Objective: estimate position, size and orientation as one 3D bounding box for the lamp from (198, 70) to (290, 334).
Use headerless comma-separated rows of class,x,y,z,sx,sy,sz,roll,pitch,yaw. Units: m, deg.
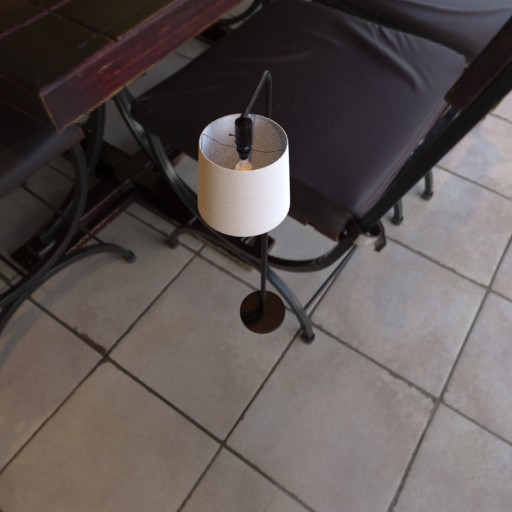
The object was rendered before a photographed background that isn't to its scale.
lamp,0.000,0.000,1.678,0.254,1.478,0.508,13,58,8
